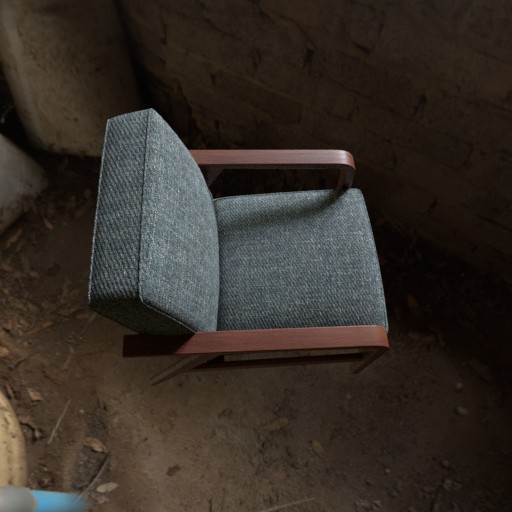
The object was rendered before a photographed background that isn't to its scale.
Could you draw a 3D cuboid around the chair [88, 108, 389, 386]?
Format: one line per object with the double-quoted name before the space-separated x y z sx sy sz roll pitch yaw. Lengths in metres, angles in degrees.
"chair" 0.000 0.000 1.533 0.889 0.864 0.719 -3 65 -1
